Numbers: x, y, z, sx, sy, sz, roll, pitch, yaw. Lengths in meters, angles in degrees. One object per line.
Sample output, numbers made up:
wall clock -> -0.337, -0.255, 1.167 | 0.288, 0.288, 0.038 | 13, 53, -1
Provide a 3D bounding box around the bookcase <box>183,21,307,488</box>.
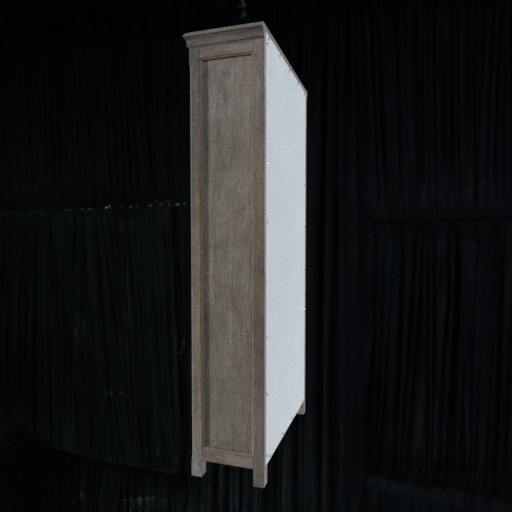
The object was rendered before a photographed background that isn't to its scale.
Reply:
bookcase -> 0.000, 0.000, 2.247 | 0.348, 1.880, 0.906 | 1, 2, 18
